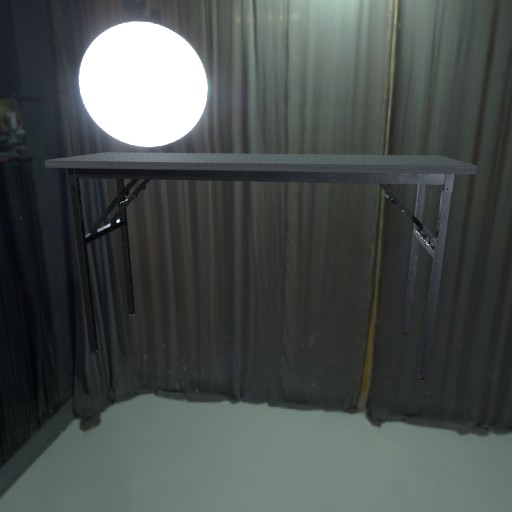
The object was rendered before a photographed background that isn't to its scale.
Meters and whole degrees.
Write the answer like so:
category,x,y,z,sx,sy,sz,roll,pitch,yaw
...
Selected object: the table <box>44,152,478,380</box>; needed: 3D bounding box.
category,x,y,z,sx,sy,sz,roll,pitch,yaw
table,0.000,0.000,1.731,1.399,0.750,0.449,2,17,8
